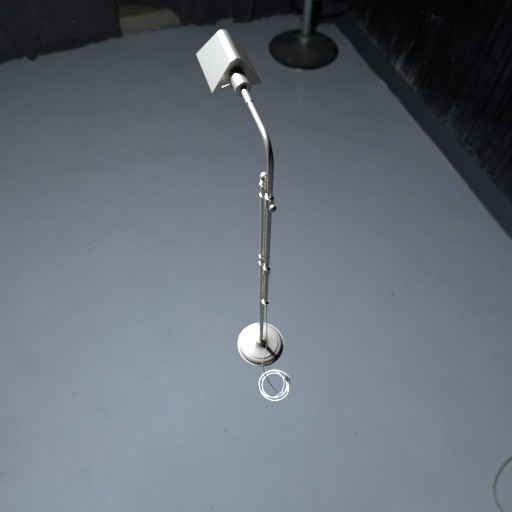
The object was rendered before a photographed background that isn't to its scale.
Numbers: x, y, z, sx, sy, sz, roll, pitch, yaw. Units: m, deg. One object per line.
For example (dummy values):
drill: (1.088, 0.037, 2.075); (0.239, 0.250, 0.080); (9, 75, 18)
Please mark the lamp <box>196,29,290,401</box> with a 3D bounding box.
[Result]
lamp: (0.000, 0.000, 1.862); (0.256, 1.571, 0.813); (-15, 58, -9)
